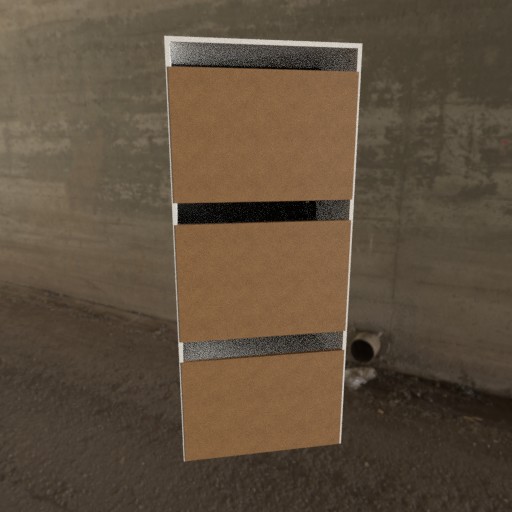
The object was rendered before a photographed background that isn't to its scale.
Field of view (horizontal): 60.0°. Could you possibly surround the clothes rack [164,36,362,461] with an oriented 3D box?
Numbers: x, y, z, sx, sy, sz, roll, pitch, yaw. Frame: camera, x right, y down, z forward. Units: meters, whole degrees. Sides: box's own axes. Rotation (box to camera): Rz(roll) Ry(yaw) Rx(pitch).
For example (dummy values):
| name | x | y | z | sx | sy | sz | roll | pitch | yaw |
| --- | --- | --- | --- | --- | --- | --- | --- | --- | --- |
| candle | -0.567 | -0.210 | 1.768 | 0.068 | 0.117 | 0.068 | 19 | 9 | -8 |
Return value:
| name | x | y | z | sx | sy | sz | roll | pitch | yaw |
| --- | --- | --- | --- | --- | --- | --- | --- | --- | --- |
| clothes rack | 0.000 | 0.000 | 1.400 | 0.500 | 1.187 | 0.330 | -2 | 14 | -9 |
